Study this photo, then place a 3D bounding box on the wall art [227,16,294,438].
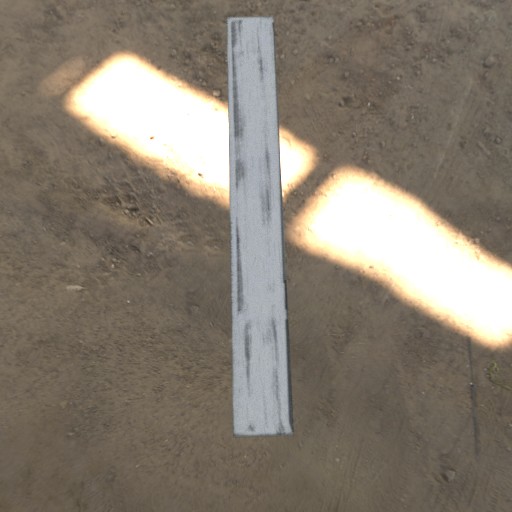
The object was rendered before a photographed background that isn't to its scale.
[{"bbox_3d":[0.000,0.000,0.450,0.036,0.303,0.303,-2,75,0],"label":"wall art"}]
